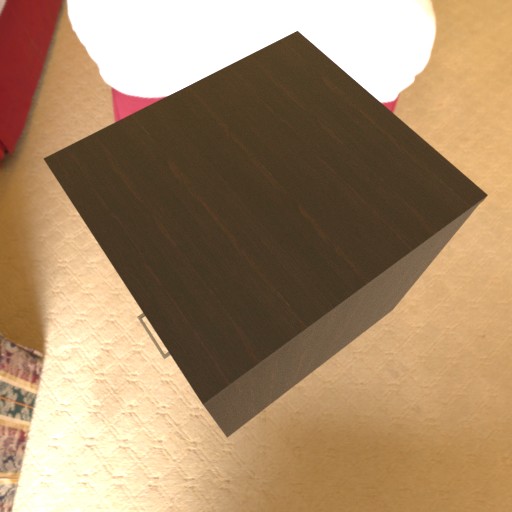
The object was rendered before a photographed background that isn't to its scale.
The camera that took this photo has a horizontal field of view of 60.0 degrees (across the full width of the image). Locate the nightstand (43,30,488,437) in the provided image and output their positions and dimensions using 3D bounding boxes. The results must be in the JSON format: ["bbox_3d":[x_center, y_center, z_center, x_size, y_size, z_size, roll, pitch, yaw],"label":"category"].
[{"bbox_3d":[0.000,0.000,0.798,0.461,0.460,0.400,-33,68,-15],"label":"nightstand"}]
